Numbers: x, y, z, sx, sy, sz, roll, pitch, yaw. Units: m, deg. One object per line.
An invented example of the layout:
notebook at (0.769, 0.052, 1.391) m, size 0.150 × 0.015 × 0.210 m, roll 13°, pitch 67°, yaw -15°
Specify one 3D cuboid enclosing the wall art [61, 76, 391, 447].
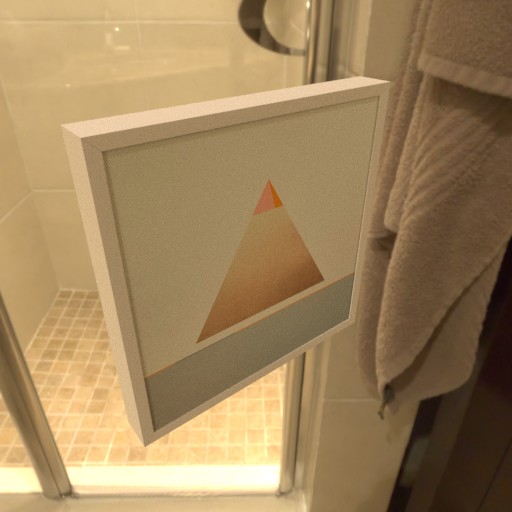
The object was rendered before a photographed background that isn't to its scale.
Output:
wall art at (0.000, 0.000, 0.446) m, size 0.305 × 0.304 × 0.038 m, roll -22°, pitch 38°, yaw -32°
